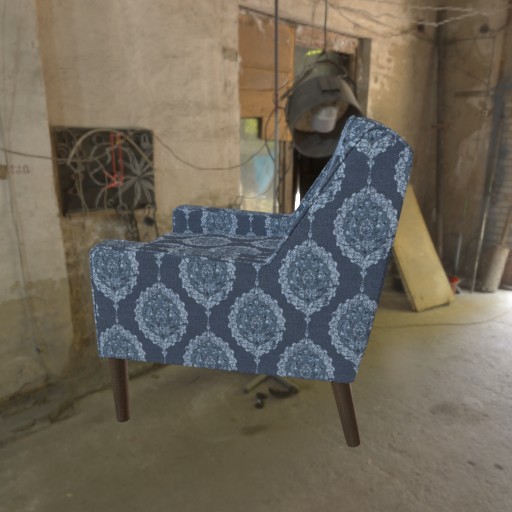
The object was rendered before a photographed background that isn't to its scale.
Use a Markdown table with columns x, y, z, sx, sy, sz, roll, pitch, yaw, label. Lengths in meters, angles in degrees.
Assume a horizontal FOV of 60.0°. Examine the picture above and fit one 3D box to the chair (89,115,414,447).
| x | y | z | sx | sy | sz | roll | pitch | yaw | label |
| --- | --- | --- | --- | --- | --- | --- | --- | --- | --- |
| 0.000 | 0.000 | 1.324 | 0.743 | 0.792 | 0.663 | 3 | 16 | 9 | chair |
